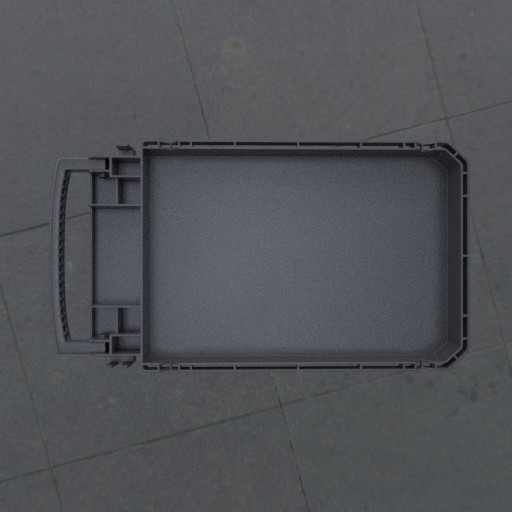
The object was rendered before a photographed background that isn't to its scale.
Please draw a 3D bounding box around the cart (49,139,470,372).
[{"bbox_3d":[0.000,0.000,1.731,1.239,0.884,0.674,0,90,-1],"label":"cart"}]
